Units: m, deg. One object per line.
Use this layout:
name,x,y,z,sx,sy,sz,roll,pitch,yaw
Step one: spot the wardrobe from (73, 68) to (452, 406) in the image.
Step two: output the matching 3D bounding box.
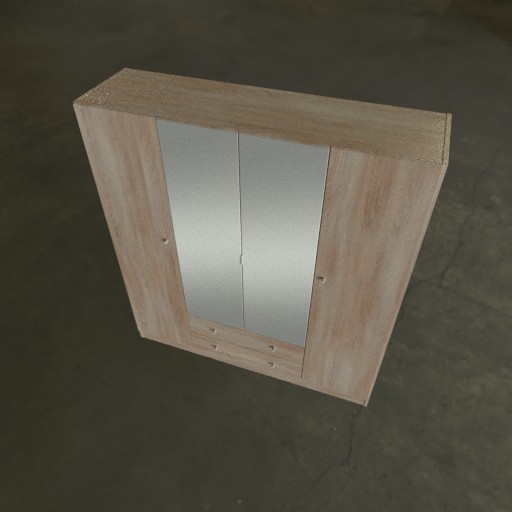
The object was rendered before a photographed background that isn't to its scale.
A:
wardrobe,0.000,0.000,3.131,1.998,2.159,0.598,14,44,14
